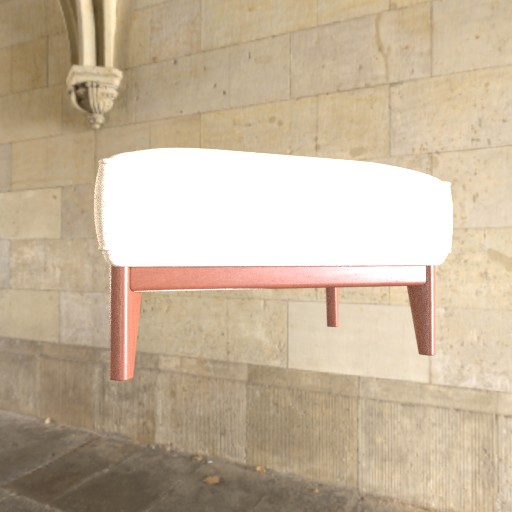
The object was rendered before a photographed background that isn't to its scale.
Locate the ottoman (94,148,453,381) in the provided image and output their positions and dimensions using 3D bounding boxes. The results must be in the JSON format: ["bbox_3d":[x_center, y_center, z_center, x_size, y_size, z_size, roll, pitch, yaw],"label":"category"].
[{"bbox_3d":[0.000,0.000,1.170,0.794,0.465,0.594,0,-1,-18],"label":"ottoman"}]
